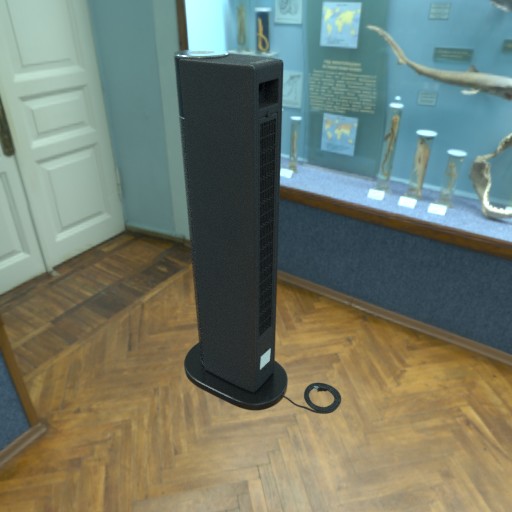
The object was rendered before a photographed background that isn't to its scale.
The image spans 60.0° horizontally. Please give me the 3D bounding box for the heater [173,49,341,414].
[{"bbox_3d":[0.000,0.000,1.038,0.458,0.856,0.214,20,37,30],"label":"heater"}]
